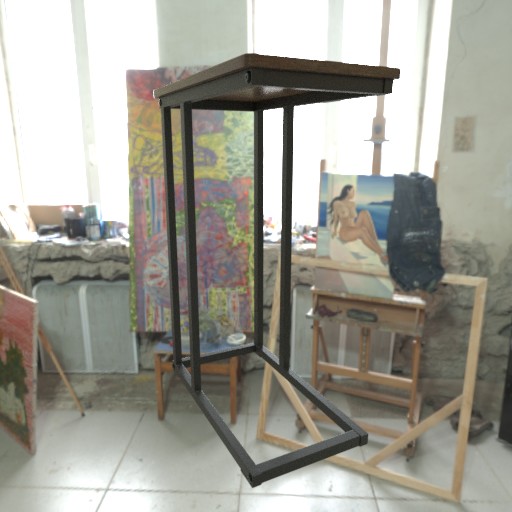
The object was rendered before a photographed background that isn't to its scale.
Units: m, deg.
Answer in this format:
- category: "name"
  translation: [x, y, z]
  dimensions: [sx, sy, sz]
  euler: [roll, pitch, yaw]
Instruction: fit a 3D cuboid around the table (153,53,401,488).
- category: "table"
  translation: [0.000, 0.000, 0.862]
  dimensions: [0.254, 0.637, 0.450]
  euler: [-7, 16, -26]
